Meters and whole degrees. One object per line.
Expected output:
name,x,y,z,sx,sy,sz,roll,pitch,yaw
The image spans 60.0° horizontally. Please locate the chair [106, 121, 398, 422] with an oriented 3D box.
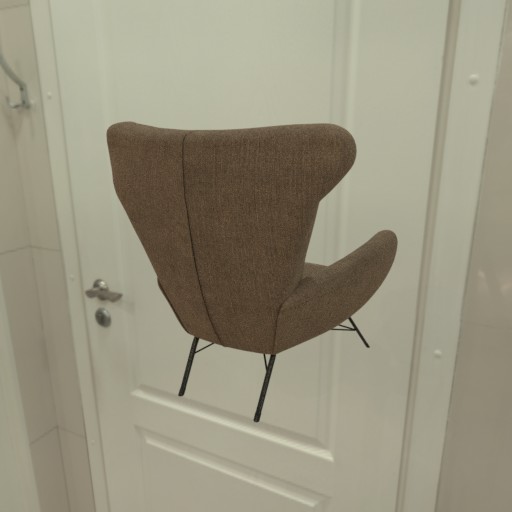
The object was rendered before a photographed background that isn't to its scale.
chair,0.000,0.000,1.791,0.980,1.040,0.900,8,18,26
